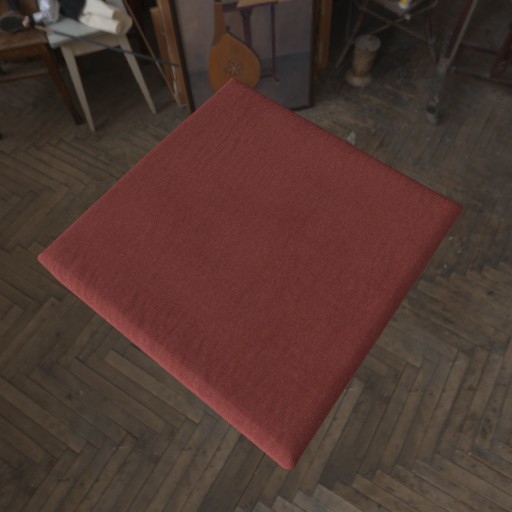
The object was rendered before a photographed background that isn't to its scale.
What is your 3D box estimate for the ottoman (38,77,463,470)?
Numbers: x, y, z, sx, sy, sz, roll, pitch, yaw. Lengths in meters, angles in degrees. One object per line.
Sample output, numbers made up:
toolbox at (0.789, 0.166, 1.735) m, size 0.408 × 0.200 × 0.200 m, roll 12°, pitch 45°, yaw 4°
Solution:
ottoman at (0.000, 0.000, 1.423) m, size 0.889 × 0.411 × 0.890 m, roll 35°, pitch 69°, yaw 15°
